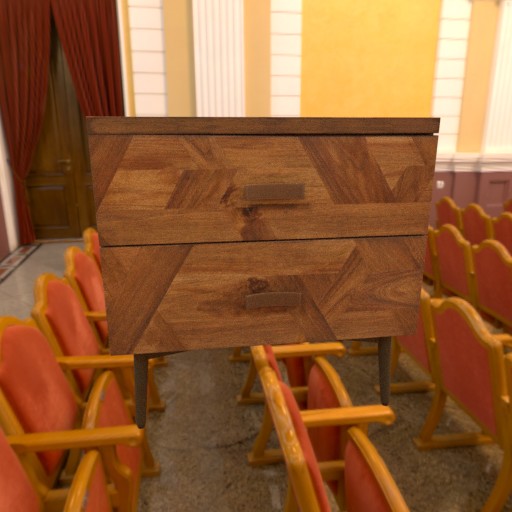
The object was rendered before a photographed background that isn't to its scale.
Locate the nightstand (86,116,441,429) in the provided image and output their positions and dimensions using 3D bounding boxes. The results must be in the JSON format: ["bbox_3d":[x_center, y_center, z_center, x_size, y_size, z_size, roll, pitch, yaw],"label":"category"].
[{"bbox_3d":[0.000,0.000,1.030,0.610,0.610,0.458,-2,17,-8],"label":"nightstand"}]
